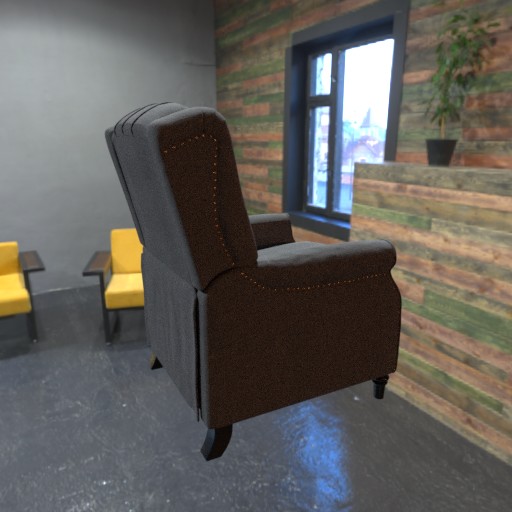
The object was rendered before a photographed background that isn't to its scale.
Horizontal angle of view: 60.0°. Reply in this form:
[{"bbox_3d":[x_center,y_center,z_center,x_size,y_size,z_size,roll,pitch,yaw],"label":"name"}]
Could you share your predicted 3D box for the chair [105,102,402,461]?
[{"bbox_3d":[0.000,0.000,1.619,0.898,1.035,0.742,-8,16,-27],"label":"chair"}]
